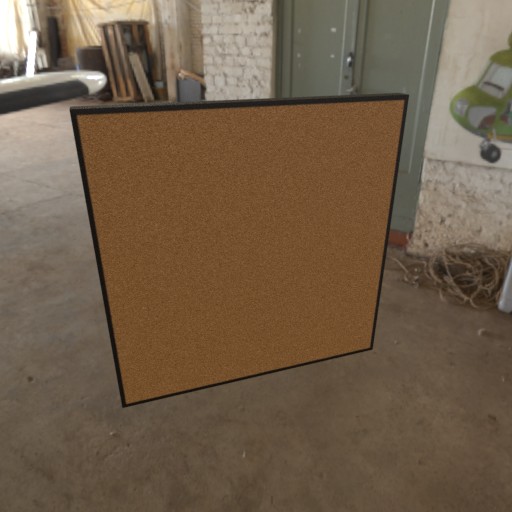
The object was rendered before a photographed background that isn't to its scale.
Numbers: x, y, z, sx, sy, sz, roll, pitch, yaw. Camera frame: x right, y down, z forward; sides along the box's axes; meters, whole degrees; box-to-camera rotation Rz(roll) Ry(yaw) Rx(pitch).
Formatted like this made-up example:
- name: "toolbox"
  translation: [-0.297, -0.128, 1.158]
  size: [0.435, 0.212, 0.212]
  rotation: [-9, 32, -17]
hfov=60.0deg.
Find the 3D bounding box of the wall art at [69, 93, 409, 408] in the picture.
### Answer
- name: "wall art"
  translation: [0.000, 0.000, 0.764]
  size: [0.513, 0.511, 0.028]
  rotation: [-9, 27, -17]
